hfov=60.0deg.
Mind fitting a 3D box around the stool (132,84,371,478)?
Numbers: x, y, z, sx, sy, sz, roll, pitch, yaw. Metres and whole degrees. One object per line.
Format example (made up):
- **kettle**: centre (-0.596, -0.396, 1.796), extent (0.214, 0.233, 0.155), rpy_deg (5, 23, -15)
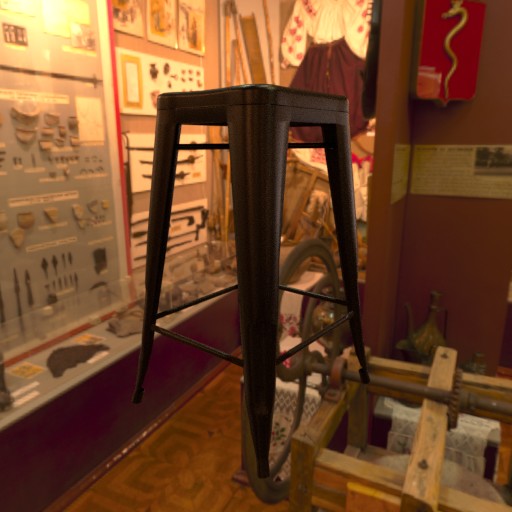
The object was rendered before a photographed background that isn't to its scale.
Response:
- **stool**: centre (0.000, 0.000, 0.889), extent (0.423, 0.609, 0.455), rpy_deg (8, 16, 27)
